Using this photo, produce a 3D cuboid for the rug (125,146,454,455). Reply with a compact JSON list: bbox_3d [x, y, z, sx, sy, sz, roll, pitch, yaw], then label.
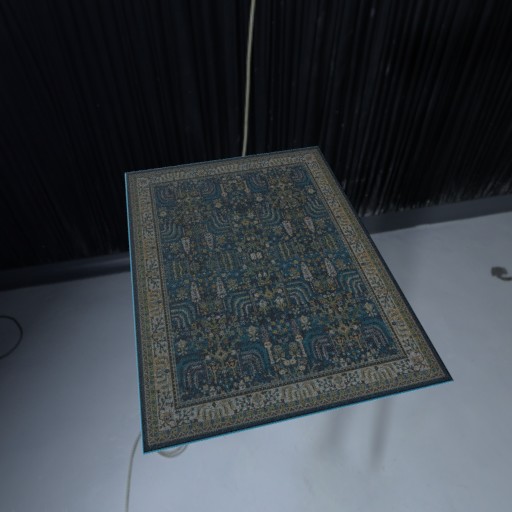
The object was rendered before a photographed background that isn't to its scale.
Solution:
[{"bbox_3d":[0.000,0.000,4.029,2.226,0.015,3.044,-10,49,-9],"label":"rug"}]
